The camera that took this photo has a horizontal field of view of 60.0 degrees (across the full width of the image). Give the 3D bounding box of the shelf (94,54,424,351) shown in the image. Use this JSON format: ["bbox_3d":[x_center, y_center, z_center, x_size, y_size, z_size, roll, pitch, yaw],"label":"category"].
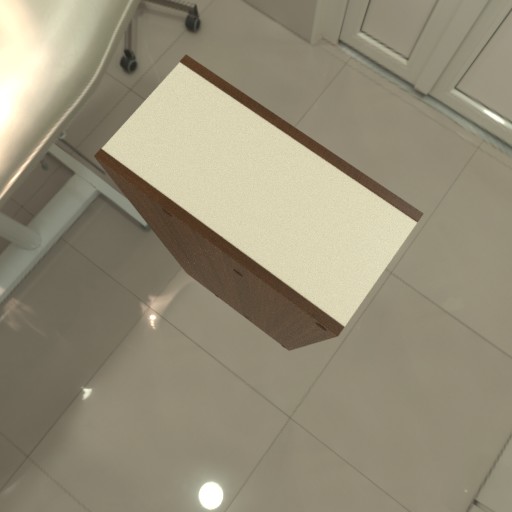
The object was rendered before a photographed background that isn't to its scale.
[{"bbox_3d":[0.000,0.000,0.719,0.290,0.600,0.147,36,79,8],"label":"shelf"}]
